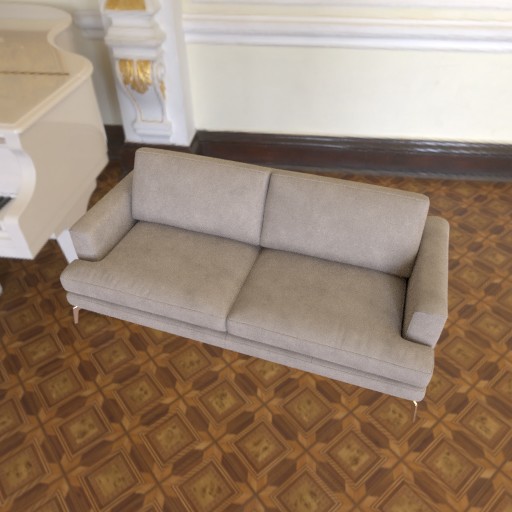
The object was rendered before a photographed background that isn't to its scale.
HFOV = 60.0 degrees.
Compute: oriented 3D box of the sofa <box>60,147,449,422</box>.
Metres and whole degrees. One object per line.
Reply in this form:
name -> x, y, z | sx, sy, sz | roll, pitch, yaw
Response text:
sofa -> 0.000, 0.000, 2.516 | 2.013, 0.830, 0.980 | 13, 42, 14
